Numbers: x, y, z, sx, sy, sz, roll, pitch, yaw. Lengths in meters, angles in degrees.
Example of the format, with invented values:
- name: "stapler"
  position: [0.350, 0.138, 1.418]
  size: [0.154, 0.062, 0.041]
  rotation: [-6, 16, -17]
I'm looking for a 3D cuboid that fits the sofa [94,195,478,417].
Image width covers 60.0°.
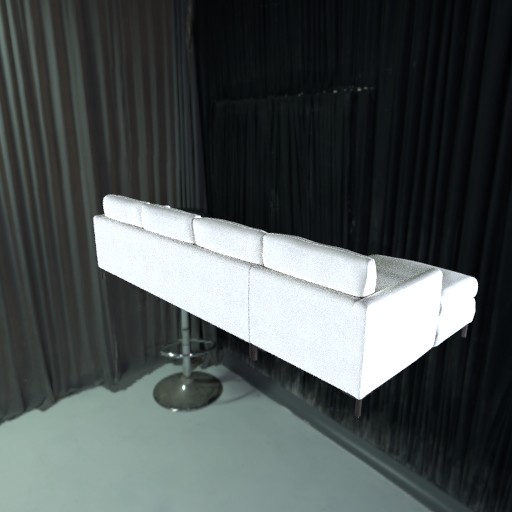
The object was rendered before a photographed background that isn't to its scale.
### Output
- name: "sofa"
  position: [0.000, 0.000, 3.814]
  size: [1.467, 0.875, 3.186]
  rotation: [-15, 23, -41]
